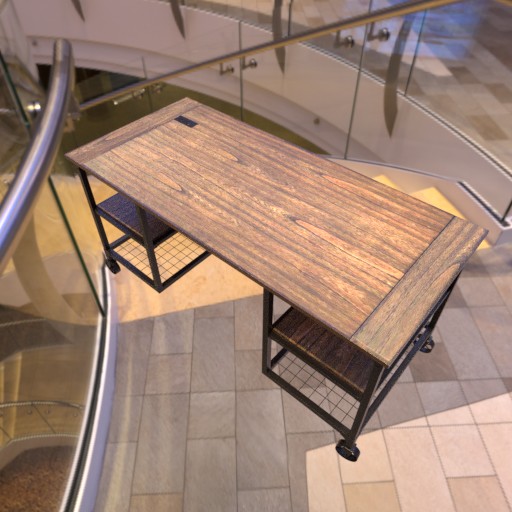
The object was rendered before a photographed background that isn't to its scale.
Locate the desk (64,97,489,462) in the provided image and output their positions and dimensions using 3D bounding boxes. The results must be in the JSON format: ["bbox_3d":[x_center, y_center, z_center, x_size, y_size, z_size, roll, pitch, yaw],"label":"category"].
[{"bbox_3d":[0.000,0.000,1.994,1.590,0.751,0.711,32,53,27],"label":"desk"}]
